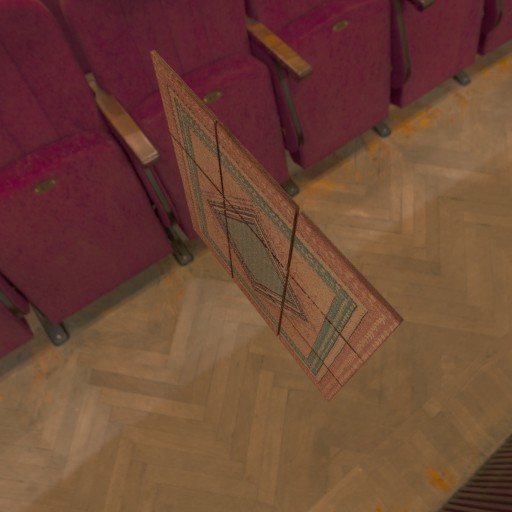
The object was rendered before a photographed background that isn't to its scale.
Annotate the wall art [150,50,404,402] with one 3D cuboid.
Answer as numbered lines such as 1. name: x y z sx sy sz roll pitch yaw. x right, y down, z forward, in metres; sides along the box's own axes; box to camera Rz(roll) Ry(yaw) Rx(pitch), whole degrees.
1. wall art: 0.000 0.000 1.397 0.013 0.914 0.915 -33 68 -16
